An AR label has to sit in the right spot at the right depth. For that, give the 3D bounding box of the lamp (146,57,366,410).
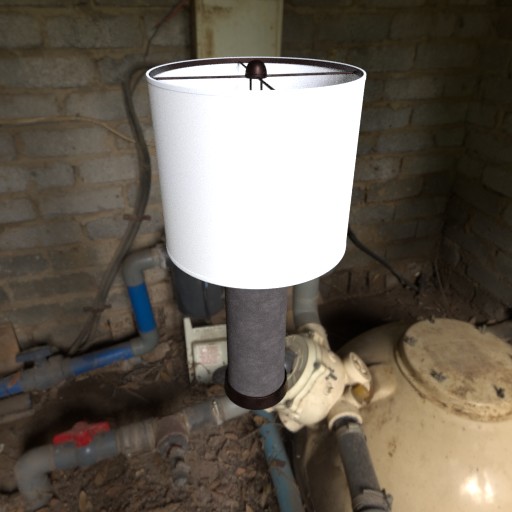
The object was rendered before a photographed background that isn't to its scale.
[{"bbox_3d":[0.000,0.000,0.772,0.301,0.630,0.301,19,36,29],"label":"lamp"}]
